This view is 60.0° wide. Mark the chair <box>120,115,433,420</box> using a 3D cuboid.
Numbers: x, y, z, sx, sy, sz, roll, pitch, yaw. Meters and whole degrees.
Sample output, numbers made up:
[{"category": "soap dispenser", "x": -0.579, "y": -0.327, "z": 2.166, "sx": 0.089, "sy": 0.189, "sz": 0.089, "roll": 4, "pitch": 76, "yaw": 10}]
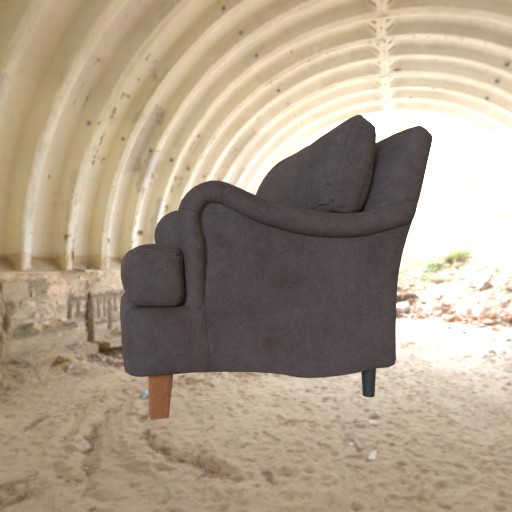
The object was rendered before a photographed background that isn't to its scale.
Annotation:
[{"category": "chair", "x": 0.000, "y": 0.000, "z": 1.831, "sx": 1.070, "sy": 0.997, "sz": 0.955, "roll": 0, "pitch": -1, "yaw": -17}]
